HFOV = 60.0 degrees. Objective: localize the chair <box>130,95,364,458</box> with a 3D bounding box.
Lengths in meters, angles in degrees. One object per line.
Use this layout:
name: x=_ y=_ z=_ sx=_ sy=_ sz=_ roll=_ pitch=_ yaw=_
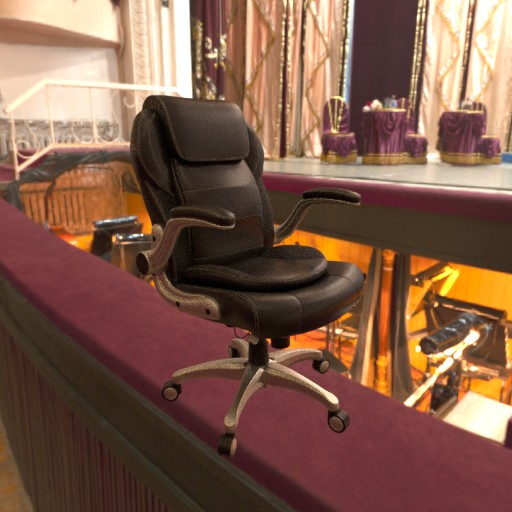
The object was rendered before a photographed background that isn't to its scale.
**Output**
chair: x=0.000 y=0.000 z=1.631 sx=0.801 sy=1.141 sz=0.724 roll=14 pitch=20 yaw=43
